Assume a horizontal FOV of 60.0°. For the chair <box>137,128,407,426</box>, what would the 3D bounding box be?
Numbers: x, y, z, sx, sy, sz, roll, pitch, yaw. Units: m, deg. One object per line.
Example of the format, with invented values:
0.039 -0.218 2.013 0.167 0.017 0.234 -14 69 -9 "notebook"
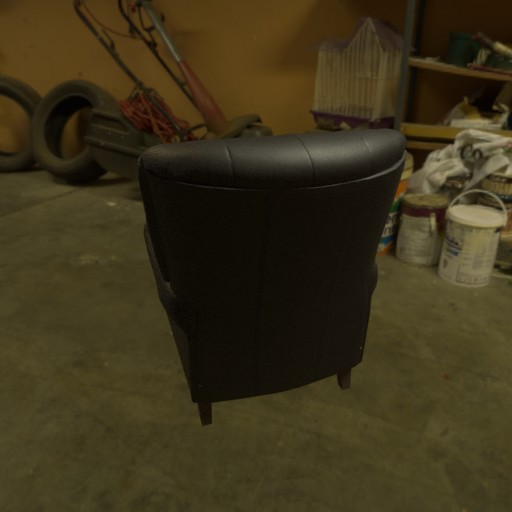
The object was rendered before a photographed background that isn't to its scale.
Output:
0.000 0.000 1.912 0.948 1.158 1.058 -8 26 -17 "chair"
